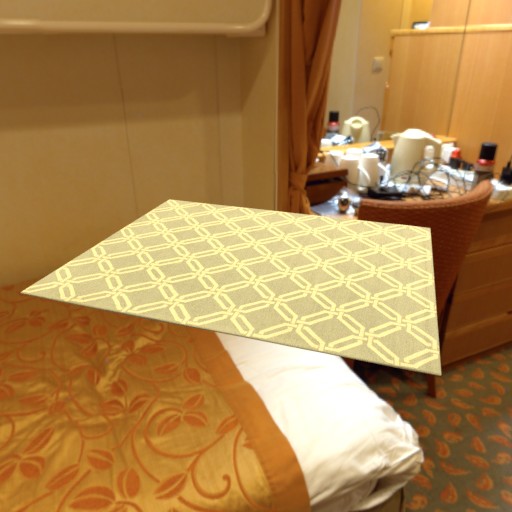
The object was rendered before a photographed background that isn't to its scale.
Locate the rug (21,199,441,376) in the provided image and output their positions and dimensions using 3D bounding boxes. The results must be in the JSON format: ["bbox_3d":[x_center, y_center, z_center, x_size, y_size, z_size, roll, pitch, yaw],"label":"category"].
[{"bbox_3d":[0.000,0.000,3.825,2.895,0.018,2.288,8,27,16],"label":"rug"}]
